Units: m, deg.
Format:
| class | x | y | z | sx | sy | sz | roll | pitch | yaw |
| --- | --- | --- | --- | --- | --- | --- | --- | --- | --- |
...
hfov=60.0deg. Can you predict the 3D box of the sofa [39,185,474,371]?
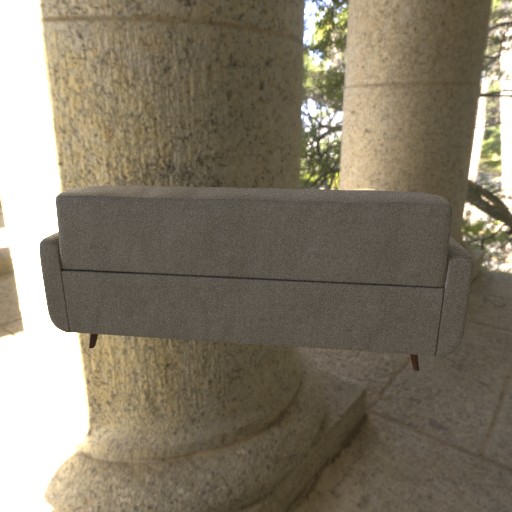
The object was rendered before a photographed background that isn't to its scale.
| class | x | y | z | sx | sy | sz | roll | pitch | yaw |
| --- | --- | --- | --- | --- | --- | --- | --- | --- | --- |
| sofa | 0.000 | 0.000 | 2.554 | 2.055 | 0.873 | 0.968 | 2 | 17 | 7 |
